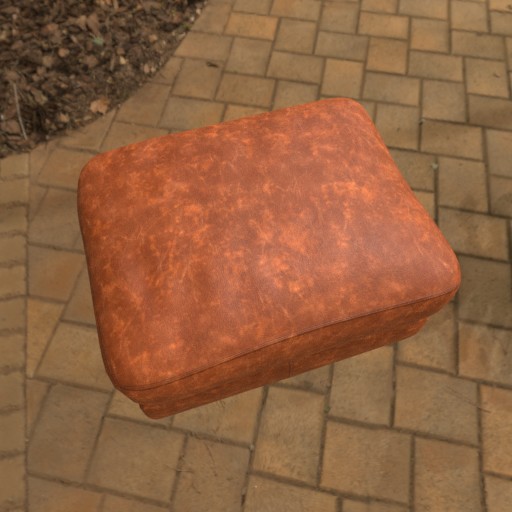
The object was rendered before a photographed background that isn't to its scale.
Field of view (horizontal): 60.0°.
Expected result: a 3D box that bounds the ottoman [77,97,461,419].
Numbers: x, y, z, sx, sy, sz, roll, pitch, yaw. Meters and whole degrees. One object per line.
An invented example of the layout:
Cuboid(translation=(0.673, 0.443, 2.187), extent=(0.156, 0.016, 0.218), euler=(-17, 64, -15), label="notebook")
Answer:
Cuboid(translation=(0.000, 0.000, 1.230), extent=(0.832, 0.562, 0.657), euler=(-16, 64, -8), label="ottoman")
